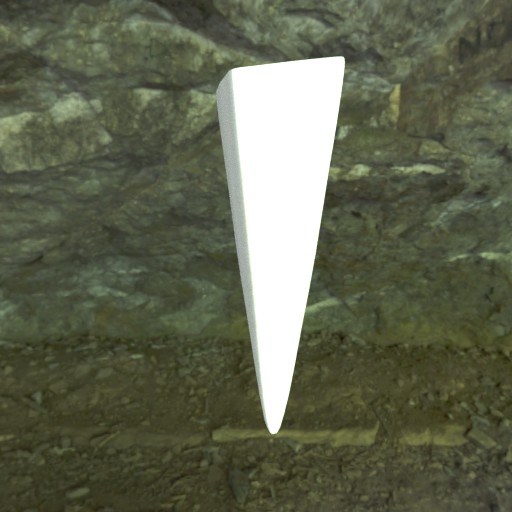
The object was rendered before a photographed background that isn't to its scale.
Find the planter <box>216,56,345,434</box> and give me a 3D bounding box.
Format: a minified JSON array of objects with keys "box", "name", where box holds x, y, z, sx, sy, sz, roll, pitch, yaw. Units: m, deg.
[{"box":[0.000,0.000,0.396,0.143,0.338,0.065,1,1,37],"name":"planter"}]
